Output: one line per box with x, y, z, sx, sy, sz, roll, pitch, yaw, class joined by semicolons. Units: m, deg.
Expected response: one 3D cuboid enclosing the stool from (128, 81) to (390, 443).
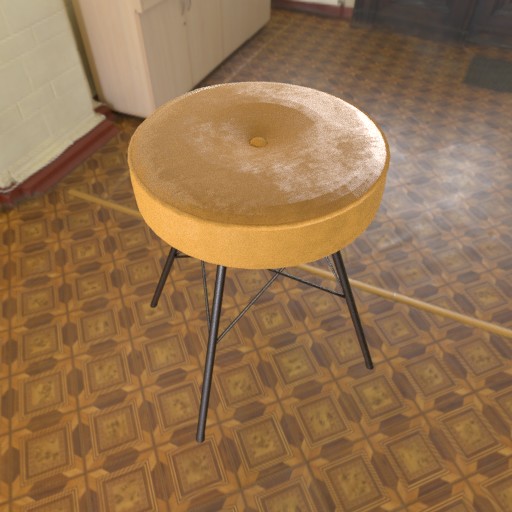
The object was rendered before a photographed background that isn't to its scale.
0.000;0.000;0.935;0.472;0.595;0.438;-16;49;-15;stool
